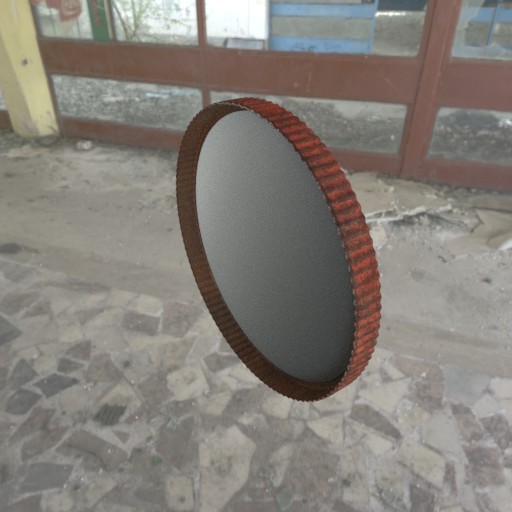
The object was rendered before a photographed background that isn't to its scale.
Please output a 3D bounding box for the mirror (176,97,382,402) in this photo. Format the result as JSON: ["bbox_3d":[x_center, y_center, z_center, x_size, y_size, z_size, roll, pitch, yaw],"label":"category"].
[{"bbox_3d":[0.000,0.000,0.905,0.056,0.609,0.609,-21,38,-29],"label":"mirror"}]
